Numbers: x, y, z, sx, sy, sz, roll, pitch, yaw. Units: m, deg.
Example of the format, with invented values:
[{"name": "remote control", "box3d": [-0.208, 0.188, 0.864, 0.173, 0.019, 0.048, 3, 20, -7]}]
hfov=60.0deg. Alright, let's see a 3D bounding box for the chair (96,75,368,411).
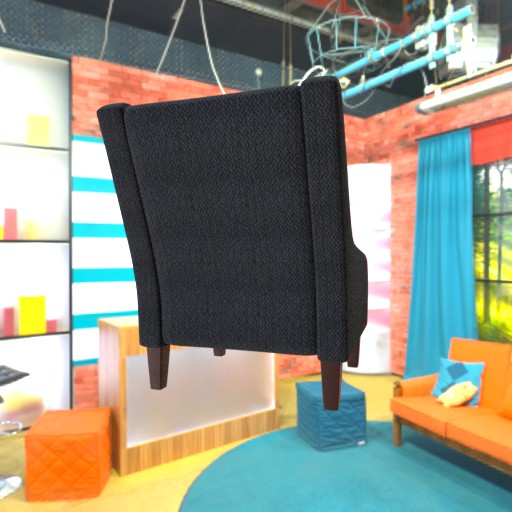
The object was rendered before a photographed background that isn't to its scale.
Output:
[{"name": "chair", "box3d": [0.000, 0.000, 1.755, 0.793, 1.012, 0.944, 0, 1, 19]}]
